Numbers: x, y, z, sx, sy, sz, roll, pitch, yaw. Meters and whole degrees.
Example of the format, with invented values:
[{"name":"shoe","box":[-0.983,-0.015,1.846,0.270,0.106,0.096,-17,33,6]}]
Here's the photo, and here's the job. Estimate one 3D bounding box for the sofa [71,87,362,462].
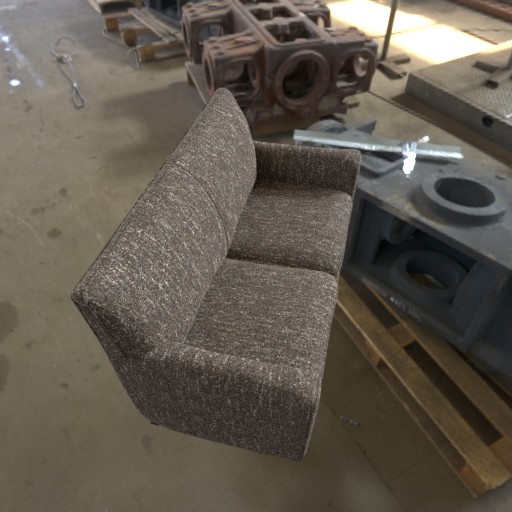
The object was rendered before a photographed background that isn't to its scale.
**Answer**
[{"name":"sofa","box":[0.000,0.000,2.074,0.801,0.946,1.519,11,47,10]}]
